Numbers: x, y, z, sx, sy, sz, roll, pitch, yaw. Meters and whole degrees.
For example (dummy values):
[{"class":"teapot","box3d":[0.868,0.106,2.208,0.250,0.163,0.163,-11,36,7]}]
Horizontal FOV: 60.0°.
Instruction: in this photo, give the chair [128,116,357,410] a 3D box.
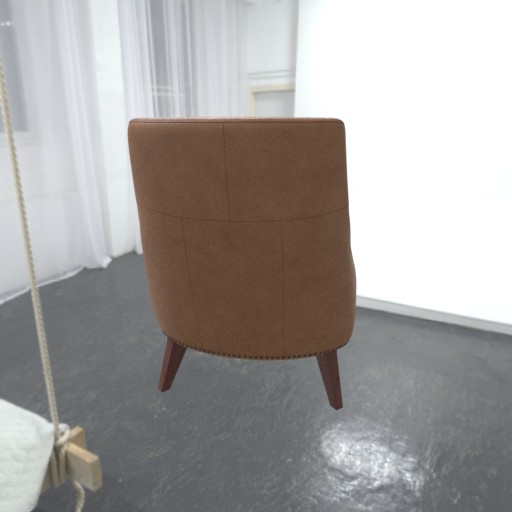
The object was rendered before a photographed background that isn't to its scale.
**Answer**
[{"class":"chair","box3d":[0.000,0.000,1.539,0.701,0.909,0.861,3,17,9]}]
